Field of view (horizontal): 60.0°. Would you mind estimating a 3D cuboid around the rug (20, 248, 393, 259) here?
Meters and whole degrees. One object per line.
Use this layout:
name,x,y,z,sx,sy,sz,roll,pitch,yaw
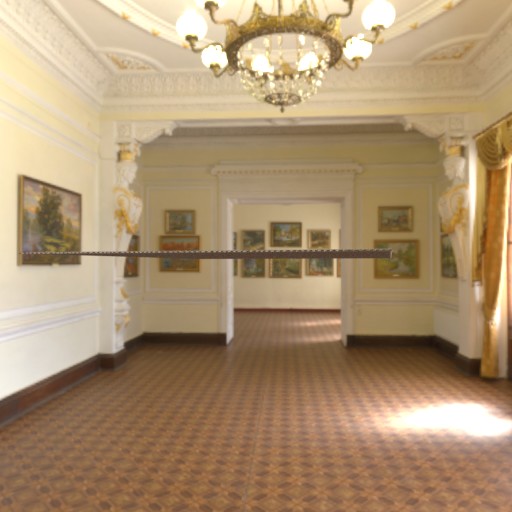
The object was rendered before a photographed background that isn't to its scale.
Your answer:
rug,0.000,0.000,4.067,2.380,0.013,3.051,0,-1,17
